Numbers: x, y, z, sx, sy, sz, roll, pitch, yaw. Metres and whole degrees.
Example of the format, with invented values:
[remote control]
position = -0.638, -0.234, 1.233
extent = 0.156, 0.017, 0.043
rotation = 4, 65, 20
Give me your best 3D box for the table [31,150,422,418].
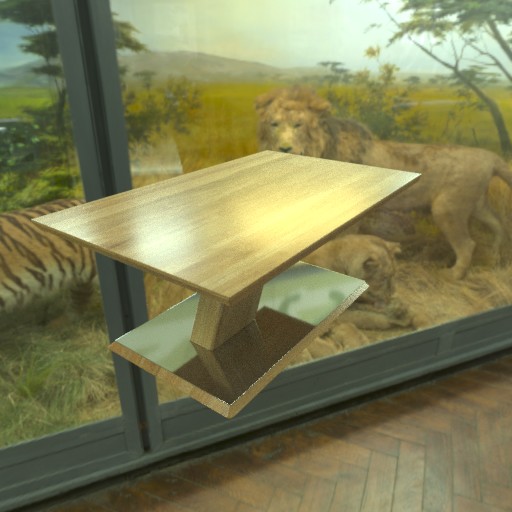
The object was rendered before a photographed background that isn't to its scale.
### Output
[table]
position = 0.000, 0.000, 1.498
extent = 0.692, 0.441, 1.100
rotation = 17, 30, 33
